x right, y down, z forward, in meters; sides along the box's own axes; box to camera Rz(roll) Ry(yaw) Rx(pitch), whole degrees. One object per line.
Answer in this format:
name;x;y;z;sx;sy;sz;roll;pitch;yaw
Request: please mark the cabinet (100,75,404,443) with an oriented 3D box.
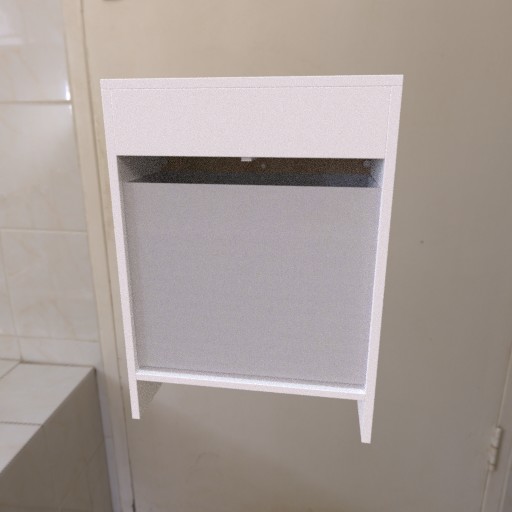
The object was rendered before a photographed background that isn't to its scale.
cabinet;0.000;0.000;1.118;0.600;0.815;0.296;3;17;8
